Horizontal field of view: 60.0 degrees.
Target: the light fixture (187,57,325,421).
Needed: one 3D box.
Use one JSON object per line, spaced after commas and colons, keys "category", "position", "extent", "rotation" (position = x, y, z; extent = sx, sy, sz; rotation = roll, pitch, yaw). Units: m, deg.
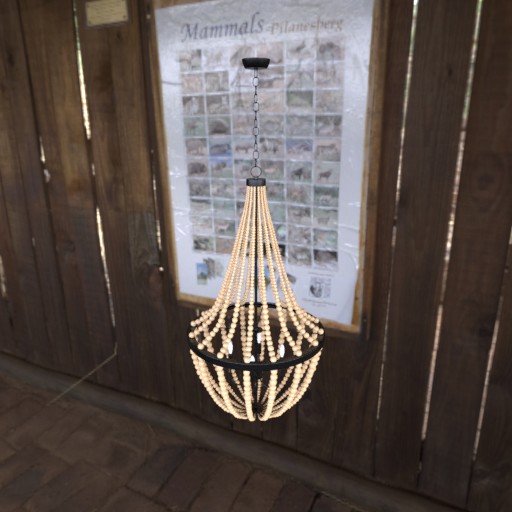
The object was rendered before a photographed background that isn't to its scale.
{"category": "light fixture", "position": [0.000, 0.000, 1.387], "extent": [0.450, 1.133, 0.450], "rotation": [0, 17, 0]}
